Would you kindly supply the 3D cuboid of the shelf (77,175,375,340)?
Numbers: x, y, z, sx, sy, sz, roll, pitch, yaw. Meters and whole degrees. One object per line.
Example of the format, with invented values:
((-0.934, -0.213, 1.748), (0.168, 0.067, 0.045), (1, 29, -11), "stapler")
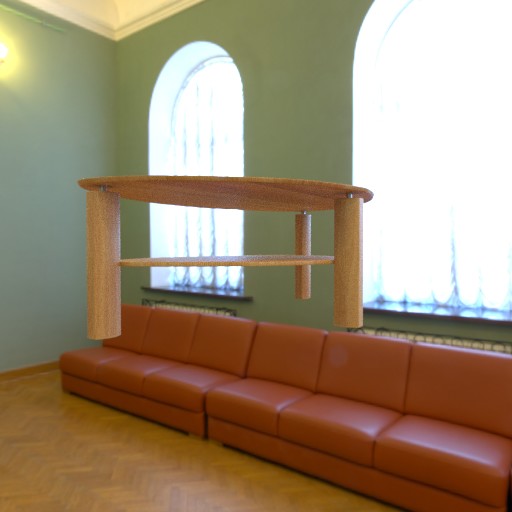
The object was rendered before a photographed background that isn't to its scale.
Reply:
((0.000, 0.000, 1.634), (0.845, 0.440, 1.246), (1, 2, 36), "shelf")
